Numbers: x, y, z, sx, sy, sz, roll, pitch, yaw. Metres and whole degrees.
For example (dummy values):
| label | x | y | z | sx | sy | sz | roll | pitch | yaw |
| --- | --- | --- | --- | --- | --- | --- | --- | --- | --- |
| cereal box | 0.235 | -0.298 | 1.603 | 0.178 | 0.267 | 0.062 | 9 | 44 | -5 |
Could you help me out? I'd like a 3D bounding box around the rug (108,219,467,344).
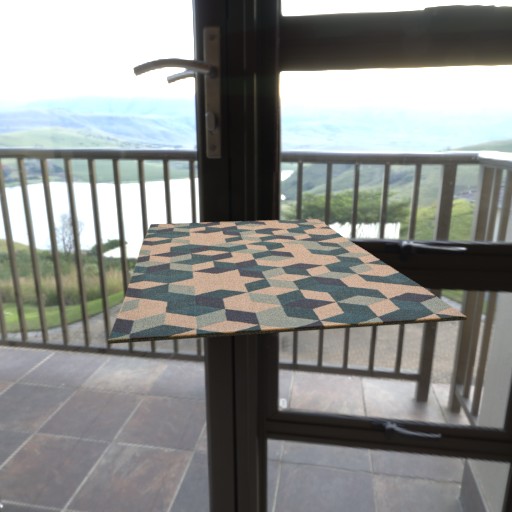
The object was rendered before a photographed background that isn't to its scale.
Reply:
| label | x | y | z | sx | sy | sz | roll | pitch | yaw |
| --- | --- | --- | --- | --- | --- | --- | --- | --- | --- |
| rug | 0.000 | 0.000 | 2.337 | 1.235 | 0.014 | 1.829 | -2 | 16 | -8 |
